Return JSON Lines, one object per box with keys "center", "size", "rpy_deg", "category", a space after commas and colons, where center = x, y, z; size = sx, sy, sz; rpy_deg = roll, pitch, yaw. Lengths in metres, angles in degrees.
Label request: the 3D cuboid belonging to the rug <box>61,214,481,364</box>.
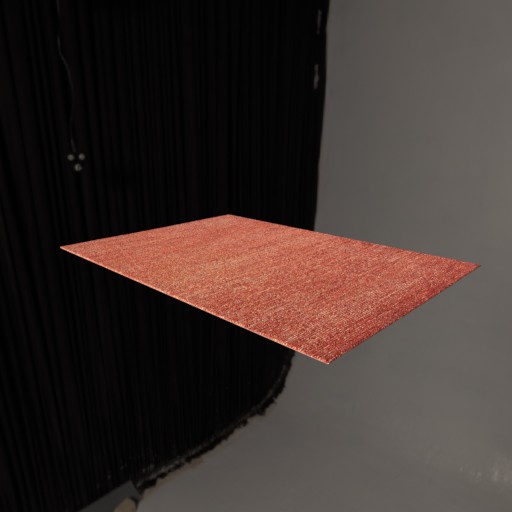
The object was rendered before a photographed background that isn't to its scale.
{"center": [0.000, 0.000, 5.069], "size": [3.965, 0.025, 2.803], "rpy_deg": [15, 22, 42], "category": "rug"}
